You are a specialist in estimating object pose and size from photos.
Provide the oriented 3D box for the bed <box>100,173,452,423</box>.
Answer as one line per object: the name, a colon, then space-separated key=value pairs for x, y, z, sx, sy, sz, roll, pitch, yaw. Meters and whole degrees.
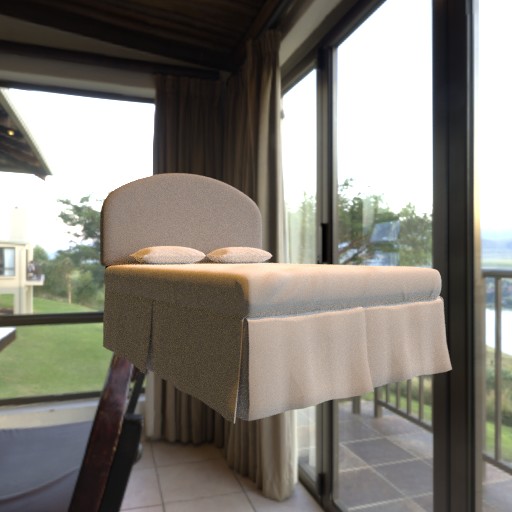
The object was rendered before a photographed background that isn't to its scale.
bed: x=0.000 y=0.000 z=3.067 sx=1.607 sy=1.410 sz=2.005 roll=0 pitch=0 yaw=-36
